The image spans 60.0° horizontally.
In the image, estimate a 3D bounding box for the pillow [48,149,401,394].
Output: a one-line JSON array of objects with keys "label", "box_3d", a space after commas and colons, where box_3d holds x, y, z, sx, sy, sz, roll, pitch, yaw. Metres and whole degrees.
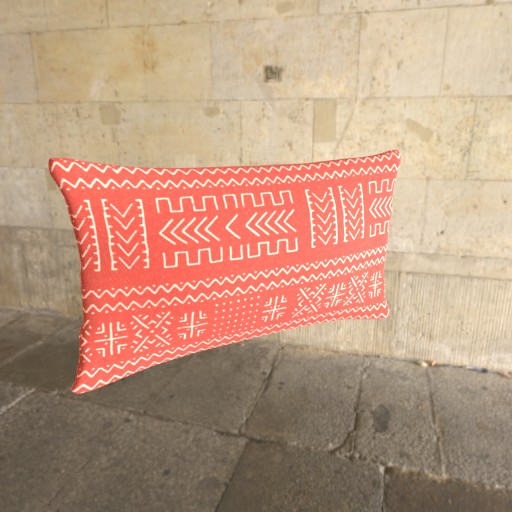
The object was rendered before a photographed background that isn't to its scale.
[{"label": "pillow", "box_3d": [0.000, 0.000, 0.776, 0.640, 0.352, 0.130, -8, 18, -27]}]
